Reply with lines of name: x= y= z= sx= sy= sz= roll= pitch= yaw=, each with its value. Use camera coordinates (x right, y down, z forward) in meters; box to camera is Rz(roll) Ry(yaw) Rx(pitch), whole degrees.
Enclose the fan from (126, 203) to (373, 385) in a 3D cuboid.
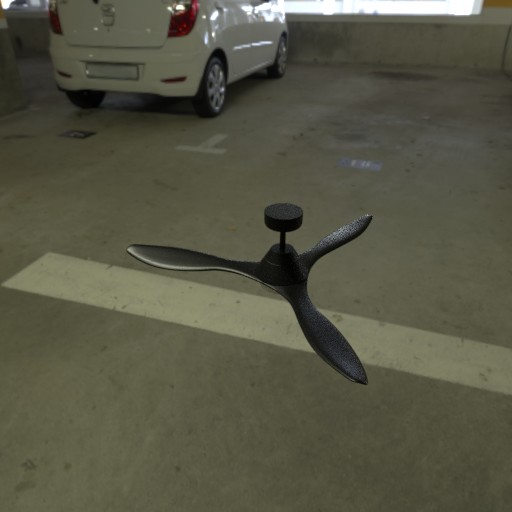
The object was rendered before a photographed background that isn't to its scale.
fan: x=0.000 y=0.000 z=1.607 sx=1.067 sy=0.305 sz=1.067 roll=1 pitch=31 yaw=1
